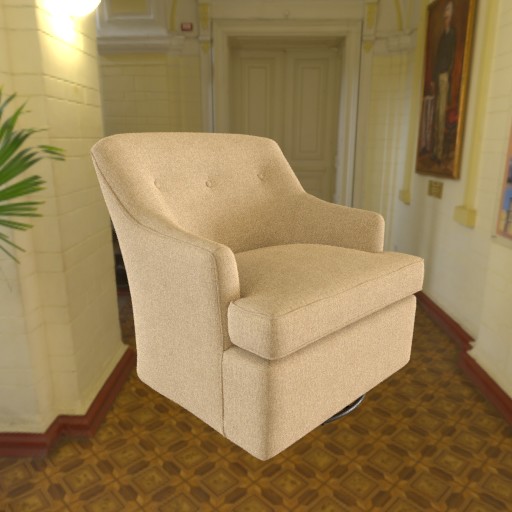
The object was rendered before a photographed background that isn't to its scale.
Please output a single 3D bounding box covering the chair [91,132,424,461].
[{"bbox_3d":[0.000,0.000,1.578,0.864,0.856,0.923,-14,20,-42],"label":"chair"}]
